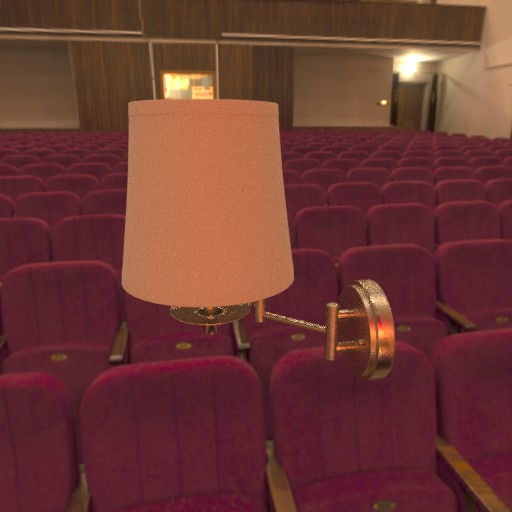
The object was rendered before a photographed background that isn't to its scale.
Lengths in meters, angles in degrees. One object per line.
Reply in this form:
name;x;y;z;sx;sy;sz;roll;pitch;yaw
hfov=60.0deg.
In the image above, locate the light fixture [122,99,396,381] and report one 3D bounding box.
light fixture;0.000;0.000;0.590;0.348;0.381;0.223;-3;16;-9
